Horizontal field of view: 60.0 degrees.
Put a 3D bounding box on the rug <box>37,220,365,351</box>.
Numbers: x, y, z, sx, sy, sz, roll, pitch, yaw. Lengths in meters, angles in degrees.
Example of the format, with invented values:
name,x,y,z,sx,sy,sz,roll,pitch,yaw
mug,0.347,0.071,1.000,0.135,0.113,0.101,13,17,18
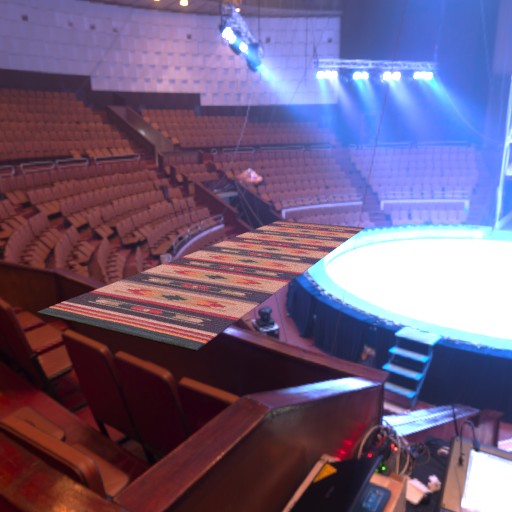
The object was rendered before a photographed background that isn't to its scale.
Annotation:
name,x,y,z,sx,sy,sz,roll,pitch,yaw
rug,0.000,0.000,2.671,0.760,0.009,2.440,7,16,25
